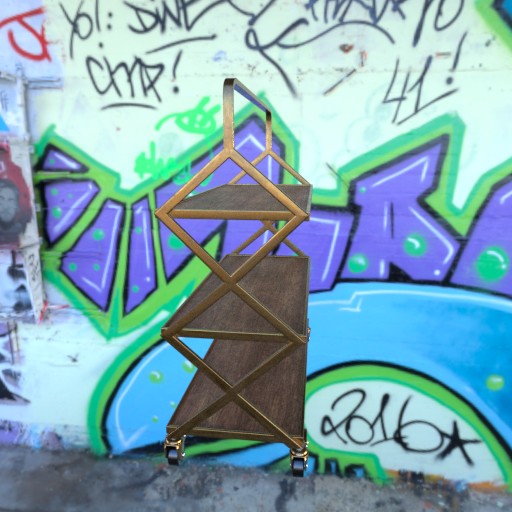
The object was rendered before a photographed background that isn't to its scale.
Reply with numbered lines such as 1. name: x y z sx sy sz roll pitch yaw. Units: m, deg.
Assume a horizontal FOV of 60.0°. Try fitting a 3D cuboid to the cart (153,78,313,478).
1. cart: 0.000 0.000 1.193 0.313 0.805 0.723 2 14 7
